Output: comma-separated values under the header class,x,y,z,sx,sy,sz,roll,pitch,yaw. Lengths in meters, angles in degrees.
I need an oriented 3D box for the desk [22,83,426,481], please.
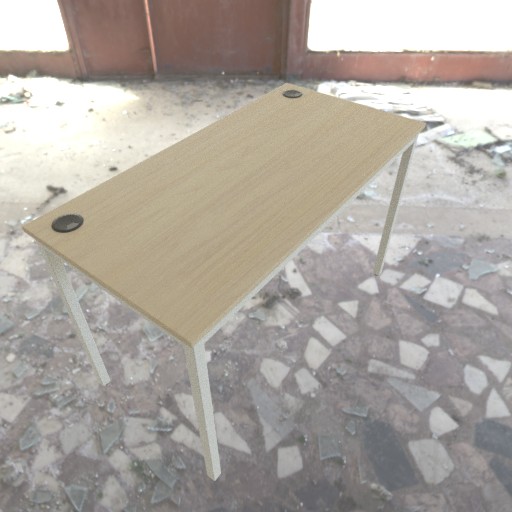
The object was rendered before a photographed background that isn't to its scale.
class,x,y,z,sx,sy,sz,roll,pitch,yaw
desk,0.000,0.000,1.608,0.600,0.750,1.200,28,49,27
